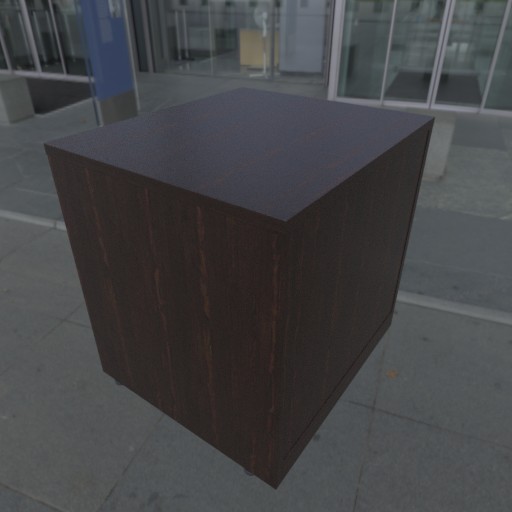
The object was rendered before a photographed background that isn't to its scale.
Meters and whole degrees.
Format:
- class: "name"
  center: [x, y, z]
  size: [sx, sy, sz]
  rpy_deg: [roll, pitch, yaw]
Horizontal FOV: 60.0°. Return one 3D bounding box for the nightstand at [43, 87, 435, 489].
- class: "nightstand"
  center: [0.000, 0.000, 0.848]
  size: [0.427, 0.487, 0.489]
  rpy_deg: [21, 38, 30]
